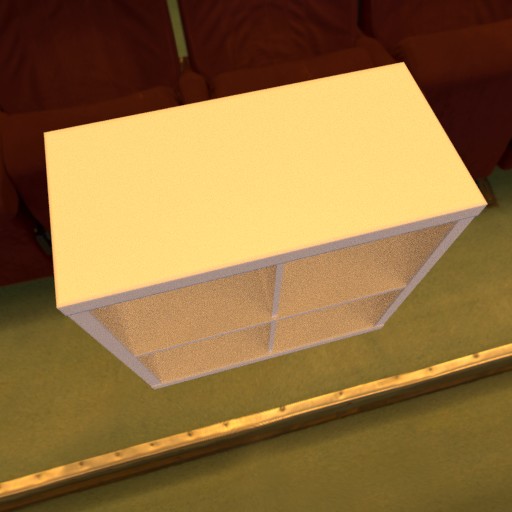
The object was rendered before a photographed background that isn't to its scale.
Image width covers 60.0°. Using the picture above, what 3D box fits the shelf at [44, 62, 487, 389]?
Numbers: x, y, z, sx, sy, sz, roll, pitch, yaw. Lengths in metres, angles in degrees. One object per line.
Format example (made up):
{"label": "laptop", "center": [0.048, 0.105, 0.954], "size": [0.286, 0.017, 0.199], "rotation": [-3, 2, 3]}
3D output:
{"label": "shelf", "center": [0.000, 0.000, 1.217], "size": [0.790, 0.786, 0.390], "rotation": [-14, 65, -7]}
